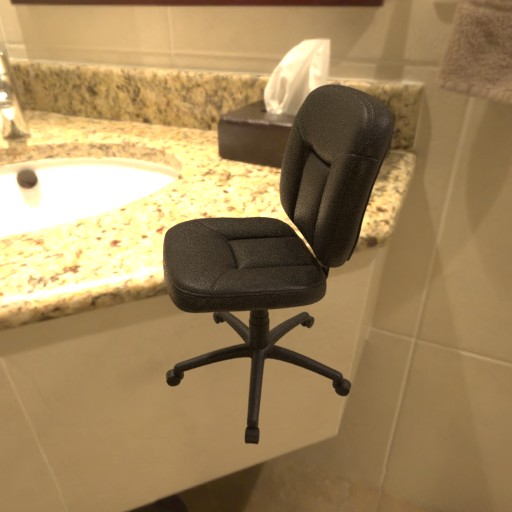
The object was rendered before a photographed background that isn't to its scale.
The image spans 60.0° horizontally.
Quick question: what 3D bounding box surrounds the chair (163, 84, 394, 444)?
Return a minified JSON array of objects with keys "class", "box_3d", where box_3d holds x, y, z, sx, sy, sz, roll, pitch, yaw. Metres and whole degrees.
[{"class":"chair","box_3d":[0.000,0.000,1.381,0.646,0.959,0.647,-7,32,-12]}]
